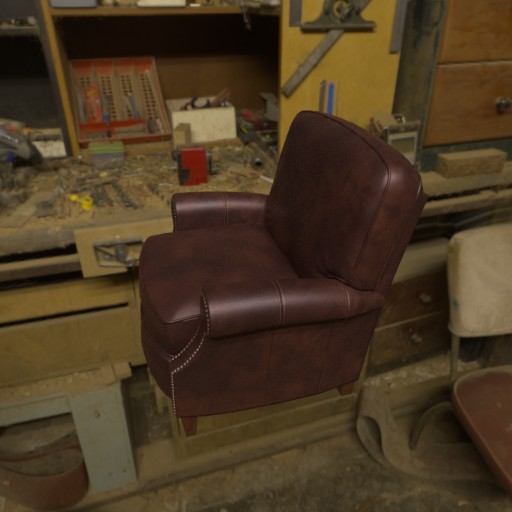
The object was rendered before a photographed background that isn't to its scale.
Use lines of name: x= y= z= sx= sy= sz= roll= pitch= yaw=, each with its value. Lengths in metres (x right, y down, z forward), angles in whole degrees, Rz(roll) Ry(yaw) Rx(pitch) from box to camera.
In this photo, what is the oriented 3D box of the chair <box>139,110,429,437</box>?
chair: x=0.000 y=0.000 z=1.777 sx=0.986 sy=1.018 sz=0.936 roll=-8 pitch=32 yaw=-14
